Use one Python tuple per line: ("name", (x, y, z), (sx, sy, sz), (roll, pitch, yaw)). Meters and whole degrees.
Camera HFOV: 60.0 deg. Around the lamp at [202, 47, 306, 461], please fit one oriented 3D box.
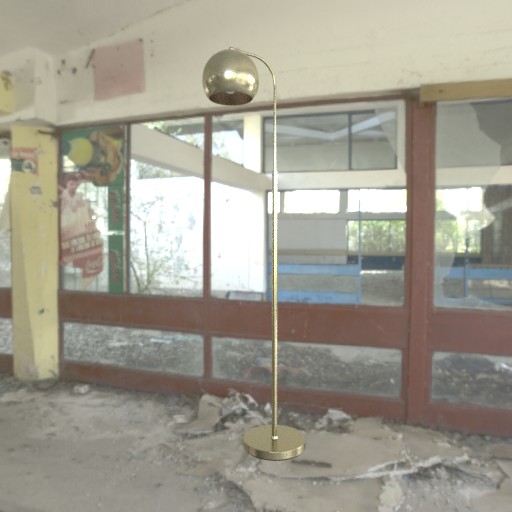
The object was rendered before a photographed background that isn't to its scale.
("lamp", (0.000, 0.000, 1.701), (0.431, 1.526, 0.250), (-1, 2, -35))
